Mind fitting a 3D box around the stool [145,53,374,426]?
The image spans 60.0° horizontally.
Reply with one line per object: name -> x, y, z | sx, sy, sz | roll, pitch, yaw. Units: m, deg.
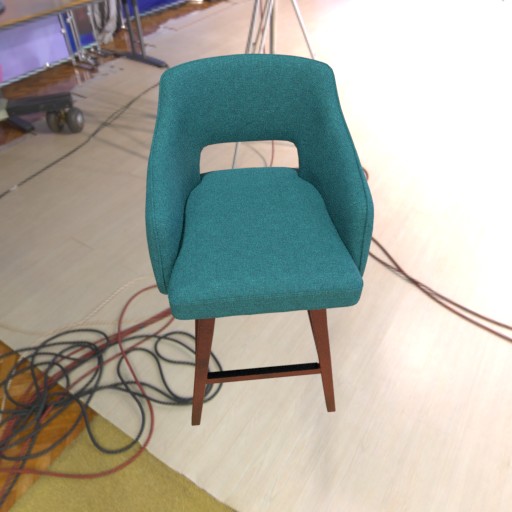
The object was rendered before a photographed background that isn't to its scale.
stool -> 0.000, 0.000, 1.302 | 0.548, 0.961, 0.556 | -4, 45, -4
